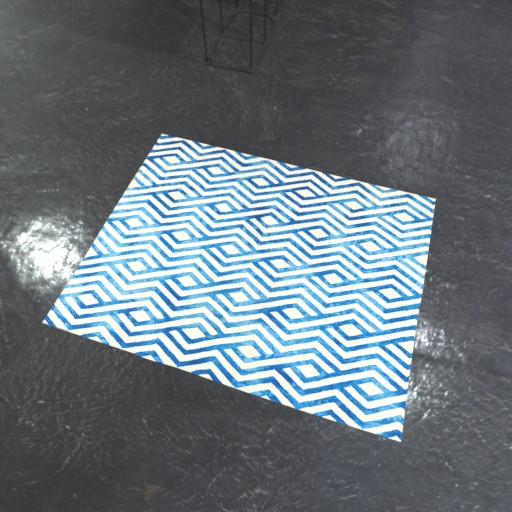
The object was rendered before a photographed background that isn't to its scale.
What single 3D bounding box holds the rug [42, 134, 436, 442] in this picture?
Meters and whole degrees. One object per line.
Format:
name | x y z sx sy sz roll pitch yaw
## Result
rug | 0.000 0.000 4.159 3.059 0.008 2.453 16 59 10
